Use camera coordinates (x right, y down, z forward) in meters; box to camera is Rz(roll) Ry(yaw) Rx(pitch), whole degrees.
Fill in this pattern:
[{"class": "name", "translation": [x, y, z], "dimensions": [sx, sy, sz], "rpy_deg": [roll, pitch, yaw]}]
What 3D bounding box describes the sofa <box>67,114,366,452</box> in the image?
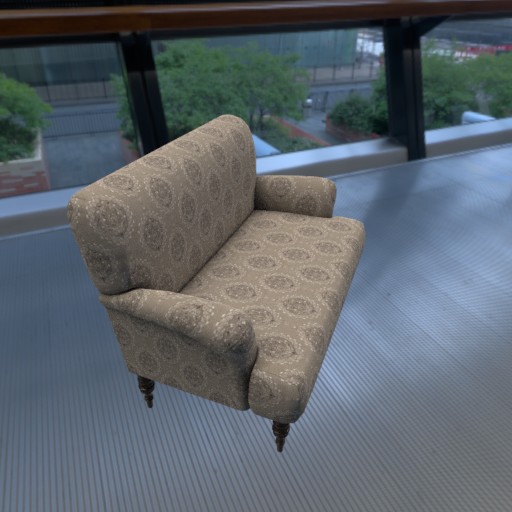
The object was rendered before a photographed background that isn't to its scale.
[{"class": "sofa", "translation": [0.000, 0.000, 1.882], "dimensions": [0.779, 0.889, 1.297], "rpy_deg": [11, 33, 18]}]
